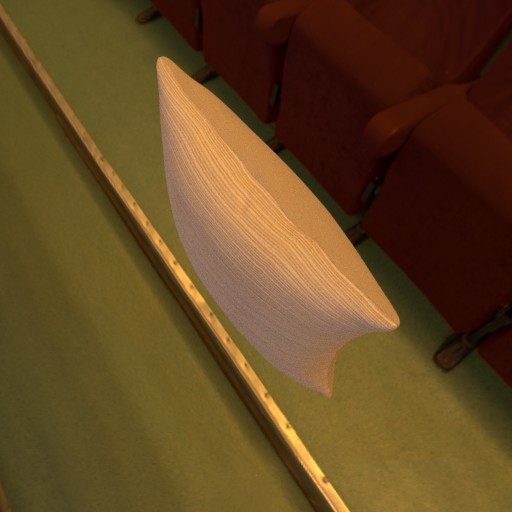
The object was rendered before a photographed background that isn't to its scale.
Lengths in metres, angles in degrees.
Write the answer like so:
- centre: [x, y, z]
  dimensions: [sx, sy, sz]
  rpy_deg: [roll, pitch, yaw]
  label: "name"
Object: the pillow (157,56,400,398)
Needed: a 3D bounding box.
- centre: [0.000, 0.000, 0.785]
  dimensions: [0.204, 0.497, 0.512]
  rpy_deg: [-33, 68, -15]
  label: "pillow"
